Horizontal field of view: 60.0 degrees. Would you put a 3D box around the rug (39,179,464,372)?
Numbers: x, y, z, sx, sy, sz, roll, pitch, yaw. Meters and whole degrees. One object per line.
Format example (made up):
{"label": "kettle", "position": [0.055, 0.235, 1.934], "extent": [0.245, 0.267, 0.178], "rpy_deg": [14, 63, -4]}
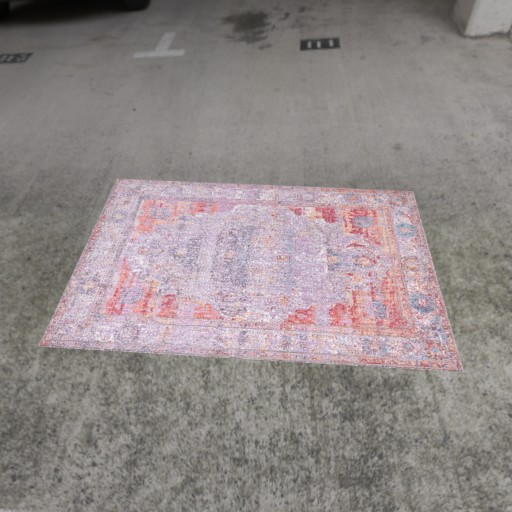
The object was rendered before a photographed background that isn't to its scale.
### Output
{"label": "rug", "position": [0.000, 0.000, 2.319], "extent": [1.829, 0.005, 1.219], "rpy_deg": [3, 46, 3]}
